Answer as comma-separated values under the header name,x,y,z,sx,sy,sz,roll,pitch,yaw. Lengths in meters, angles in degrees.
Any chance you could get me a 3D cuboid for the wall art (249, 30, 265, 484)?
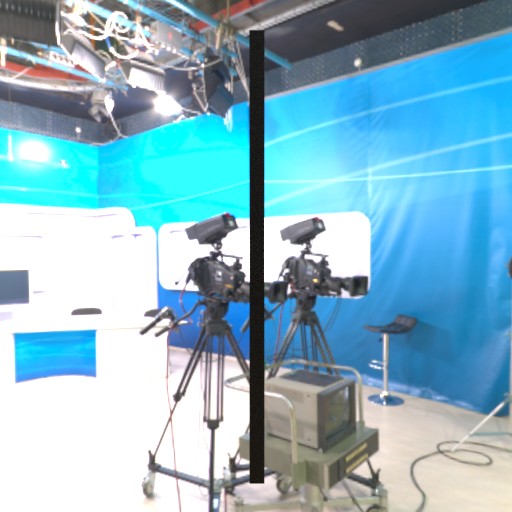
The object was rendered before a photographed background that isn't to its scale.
name,x,y,z,sx,sy,sz,roll,pitch,yaw
wall art,0.000,0.000,1.446,0.036,1.070,0.802,0,1,0
